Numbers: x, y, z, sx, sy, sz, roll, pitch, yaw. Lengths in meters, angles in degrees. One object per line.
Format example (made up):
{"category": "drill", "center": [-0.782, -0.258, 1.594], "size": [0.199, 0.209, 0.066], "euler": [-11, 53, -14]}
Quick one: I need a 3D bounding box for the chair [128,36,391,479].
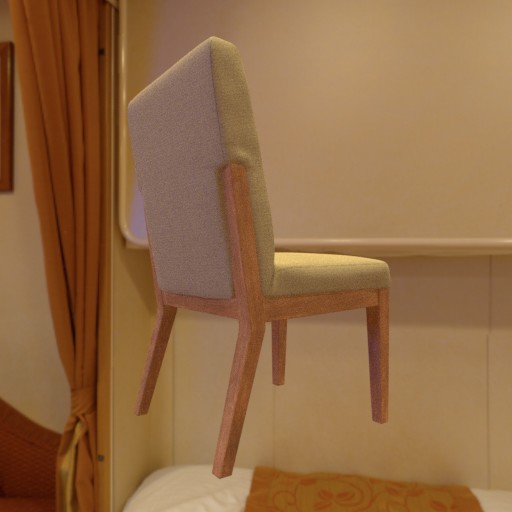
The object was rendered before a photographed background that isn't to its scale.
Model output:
{"category": "chair", "center": [0.000, 0.000, 1.249], "size": [0.586, 0.911, 0.507], "euler": [0, -1, -36]}
